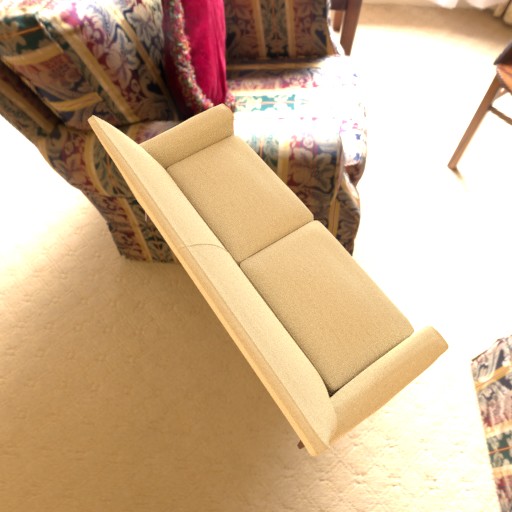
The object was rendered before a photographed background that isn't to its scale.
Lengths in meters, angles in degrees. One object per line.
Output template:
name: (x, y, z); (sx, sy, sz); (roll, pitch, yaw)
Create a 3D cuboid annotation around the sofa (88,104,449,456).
sofa: (0.000, 0.000, 2.439); (0.841, 0.907, 2.001); (-30, 64, -17)
